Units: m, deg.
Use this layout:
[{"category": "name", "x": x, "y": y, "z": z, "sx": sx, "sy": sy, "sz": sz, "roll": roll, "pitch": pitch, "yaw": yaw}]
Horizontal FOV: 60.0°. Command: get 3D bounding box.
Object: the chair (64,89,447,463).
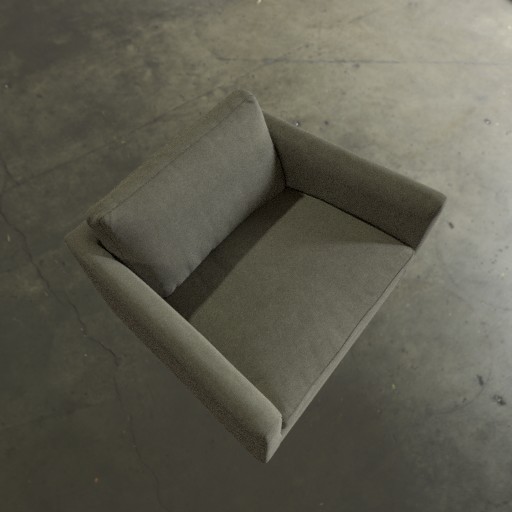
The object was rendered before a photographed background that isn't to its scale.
[{"category": "chair", "x": 0.000, "y": 0.000, "z": 1.922, "sx": 1.091, "sy": 0.845, "sz": 1.190, "roll": 35, "pitch": 65, "yaw": 19}]
